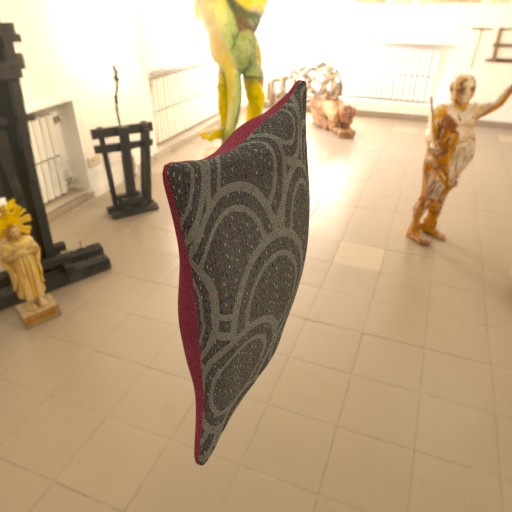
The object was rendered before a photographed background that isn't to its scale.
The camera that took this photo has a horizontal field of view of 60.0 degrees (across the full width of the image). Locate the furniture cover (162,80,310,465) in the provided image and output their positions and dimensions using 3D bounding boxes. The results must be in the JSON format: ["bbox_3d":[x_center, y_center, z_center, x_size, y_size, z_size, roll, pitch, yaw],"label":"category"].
[{"bbox_3d":[0.000,0.000,0.792,0.163,0.513,0.514,11,33,18],"label":"furniture cover"}]
